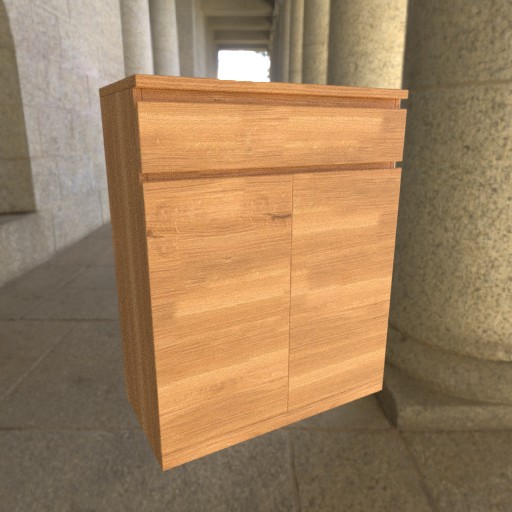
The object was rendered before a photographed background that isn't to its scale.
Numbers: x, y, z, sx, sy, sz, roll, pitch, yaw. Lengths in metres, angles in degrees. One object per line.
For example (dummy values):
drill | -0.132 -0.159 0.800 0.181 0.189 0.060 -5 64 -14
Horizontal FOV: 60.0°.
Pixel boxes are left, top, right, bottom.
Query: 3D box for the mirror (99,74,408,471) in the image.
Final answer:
mirror | 0.000 0.000 1.415 0.800 1.000 0.400 -9 18 -28
